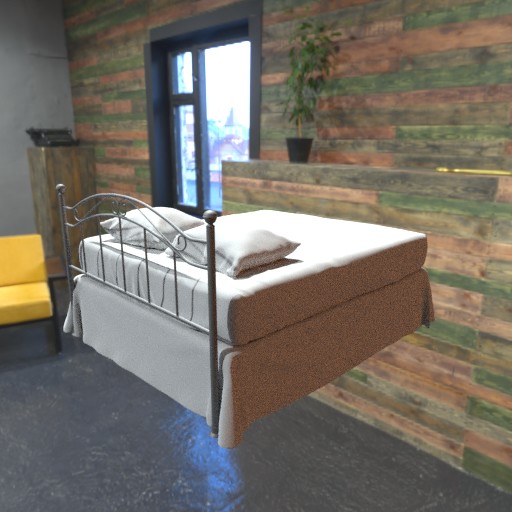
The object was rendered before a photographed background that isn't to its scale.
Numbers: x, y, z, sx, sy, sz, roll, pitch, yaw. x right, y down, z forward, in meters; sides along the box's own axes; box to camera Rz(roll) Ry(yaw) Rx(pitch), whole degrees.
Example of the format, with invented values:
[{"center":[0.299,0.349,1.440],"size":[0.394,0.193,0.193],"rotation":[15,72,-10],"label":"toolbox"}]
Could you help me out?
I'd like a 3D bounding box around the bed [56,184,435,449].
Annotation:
[{"center":[0.000,0.000,3.253],"size":[2.215,1.080,1.936],"rotation":[-14,20,-43],"label":"bed"}]
